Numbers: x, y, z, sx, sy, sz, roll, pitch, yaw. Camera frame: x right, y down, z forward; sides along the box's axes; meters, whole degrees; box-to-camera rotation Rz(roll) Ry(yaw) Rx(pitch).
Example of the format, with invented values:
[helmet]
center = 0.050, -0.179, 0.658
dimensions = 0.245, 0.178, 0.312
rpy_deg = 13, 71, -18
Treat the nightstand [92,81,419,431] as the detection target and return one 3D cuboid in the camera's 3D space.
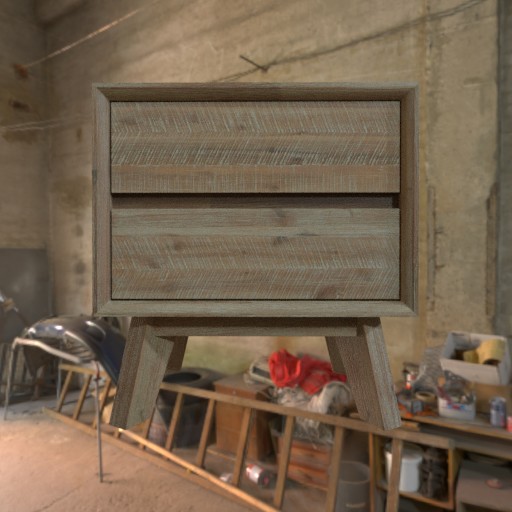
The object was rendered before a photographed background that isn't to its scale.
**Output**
[nightstand]
center = 0.000, 0.000, 0.947
dimensions = 0.552, 0.589, 0.396
rpy_deg = 0, 1, 1
